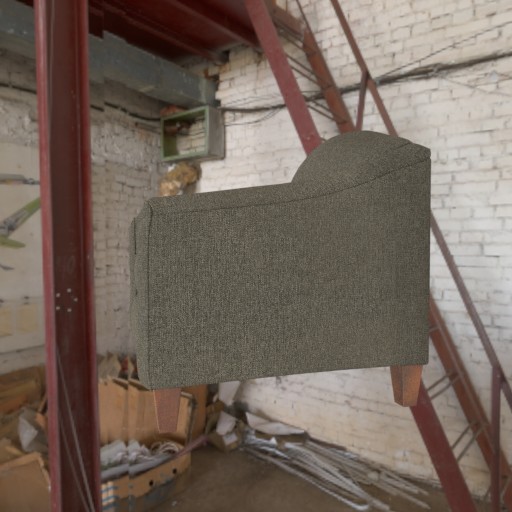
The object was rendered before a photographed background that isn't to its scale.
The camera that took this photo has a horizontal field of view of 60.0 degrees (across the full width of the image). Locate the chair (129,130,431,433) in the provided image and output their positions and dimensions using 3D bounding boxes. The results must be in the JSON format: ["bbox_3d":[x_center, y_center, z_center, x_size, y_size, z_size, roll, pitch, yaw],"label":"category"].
[{"bbox_3d":[0.000,0.000,1.456,0.787,0.839,0.763,-1,2,-17],"label":"chair"}]
